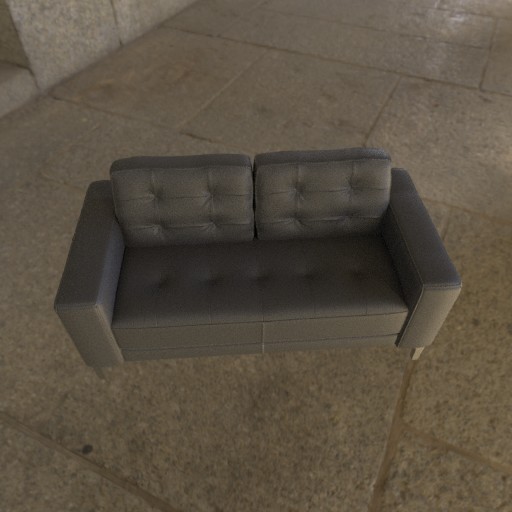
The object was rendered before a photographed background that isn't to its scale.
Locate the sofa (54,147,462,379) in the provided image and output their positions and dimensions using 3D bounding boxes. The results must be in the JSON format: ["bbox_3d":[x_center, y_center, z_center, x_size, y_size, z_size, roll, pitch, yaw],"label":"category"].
[{"bbox_3d":[0.000,0.000,2.219,1.726,0.892,0.833,-3,48,-3],"label":"sofa"}]
